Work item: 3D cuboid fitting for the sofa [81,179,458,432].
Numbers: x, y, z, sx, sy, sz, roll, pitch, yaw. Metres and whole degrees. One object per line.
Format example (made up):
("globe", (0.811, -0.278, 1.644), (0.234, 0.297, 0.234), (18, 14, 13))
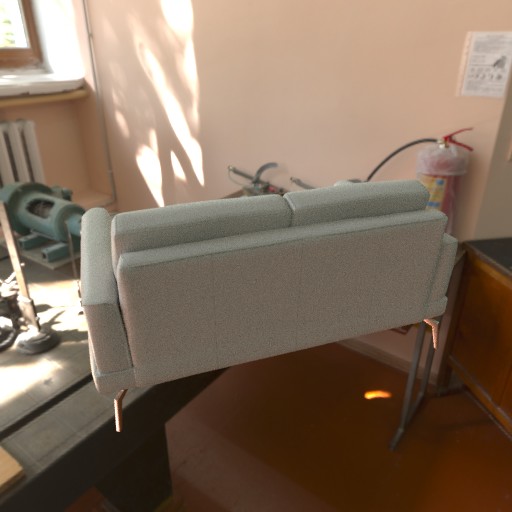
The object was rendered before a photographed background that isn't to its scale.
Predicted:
("sofa", (0.000, 0.000, 2.437), (1.819, 0.930, 1.121), (-9, 28, -17))
